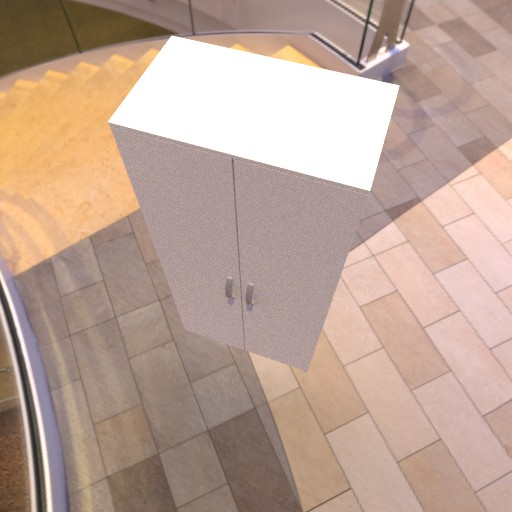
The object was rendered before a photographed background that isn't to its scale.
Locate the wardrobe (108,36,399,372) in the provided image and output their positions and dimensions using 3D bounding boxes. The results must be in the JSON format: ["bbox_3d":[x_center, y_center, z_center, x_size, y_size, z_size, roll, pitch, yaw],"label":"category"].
[{"bbox_3d":[0.000,0.000,2.029,0.760,1.700,0.470,17,61,10],"label":"wardrobe"}]
